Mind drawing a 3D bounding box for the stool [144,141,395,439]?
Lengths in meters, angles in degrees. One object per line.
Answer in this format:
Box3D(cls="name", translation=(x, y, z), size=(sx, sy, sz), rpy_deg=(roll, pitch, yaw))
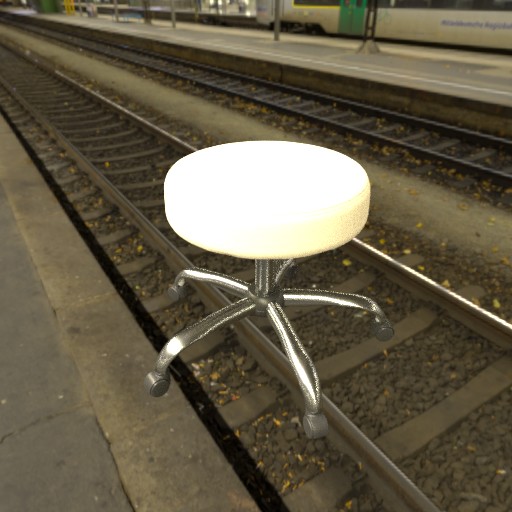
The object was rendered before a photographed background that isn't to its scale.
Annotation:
Box3D(cls="stool", translation=(0.000, 0.000, 1.051), size=(0.614, 0.482, 0.634), rpy_deg=(20, 36, 30))
